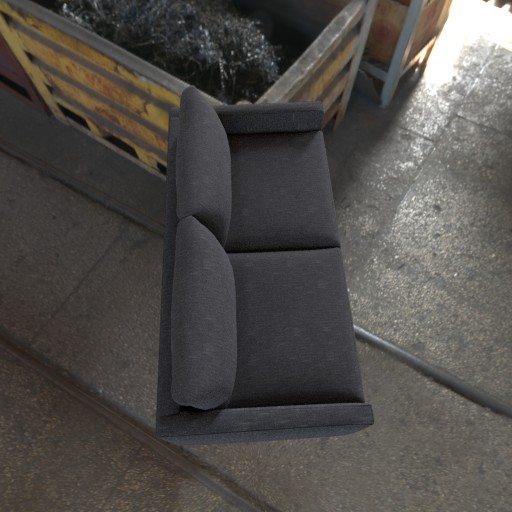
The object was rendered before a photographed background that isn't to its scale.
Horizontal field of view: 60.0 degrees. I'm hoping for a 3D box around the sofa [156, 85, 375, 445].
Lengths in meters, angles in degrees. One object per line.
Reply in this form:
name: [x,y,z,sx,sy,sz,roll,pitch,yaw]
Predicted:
sofa: [0.000,0.000,2.236,0.866,0.862,1.716,-3,64,-1]
